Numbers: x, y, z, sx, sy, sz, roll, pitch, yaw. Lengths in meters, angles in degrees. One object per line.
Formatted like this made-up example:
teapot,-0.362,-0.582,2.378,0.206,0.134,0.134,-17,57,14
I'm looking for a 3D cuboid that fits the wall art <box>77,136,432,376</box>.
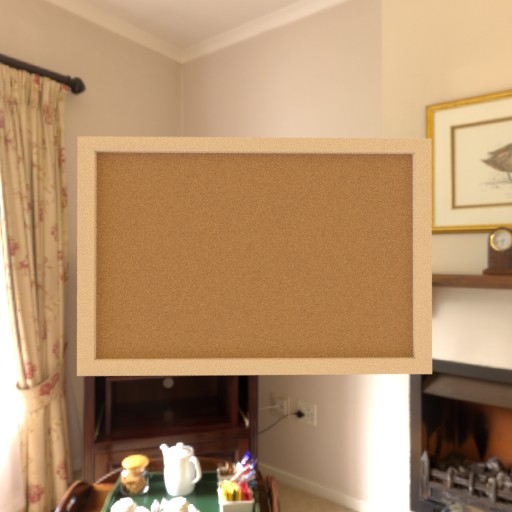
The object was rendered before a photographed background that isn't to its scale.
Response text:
wall art,0.000,0.000,1.447,1.144,0.767,0.038,0,0,-1
